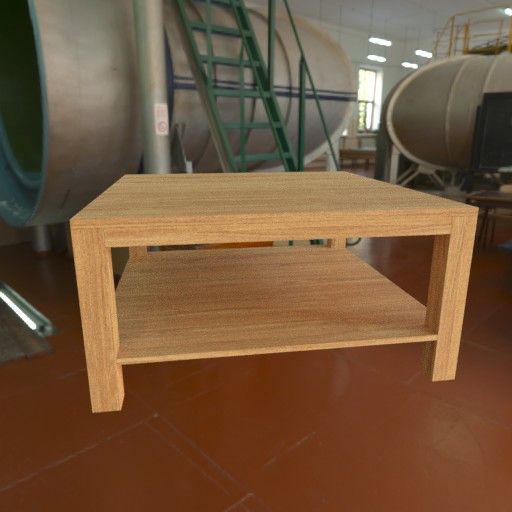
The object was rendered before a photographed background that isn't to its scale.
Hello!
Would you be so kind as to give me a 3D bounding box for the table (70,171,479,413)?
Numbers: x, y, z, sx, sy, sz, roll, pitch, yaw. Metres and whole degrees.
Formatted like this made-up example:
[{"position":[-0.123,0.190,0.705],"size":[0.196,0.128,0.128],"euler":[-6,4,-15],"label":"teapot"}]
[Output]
[{"position":[0.000,0.000,1.446],"size":[0.900,0.450,0.900],"euler":[-3,16,-9],"label":"table"}]
